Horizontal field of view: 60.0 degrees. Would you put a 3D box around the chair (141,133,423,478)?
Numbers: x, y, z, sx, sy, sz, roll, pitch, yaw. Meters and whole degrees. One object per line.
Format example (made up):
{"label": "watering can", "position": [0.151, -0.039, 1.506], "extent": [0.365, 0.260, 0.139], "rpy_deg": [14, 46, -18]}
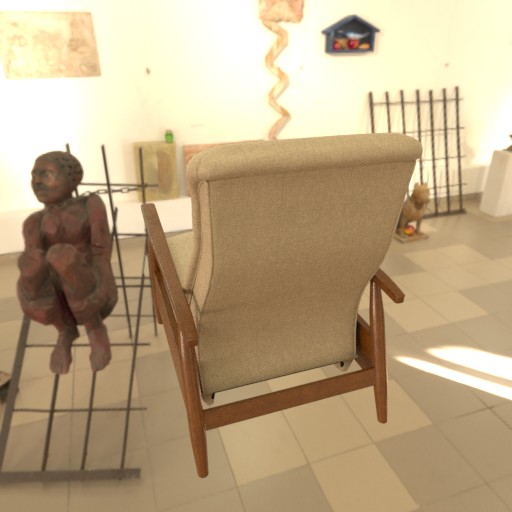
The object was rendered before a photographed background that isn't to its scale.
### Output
{"label": "chair", "position": [0.000, 0.000, 1.745], "extent": [0.762, 1.082, 1.030], "rpy_deg": [-9, 28, -17]}
